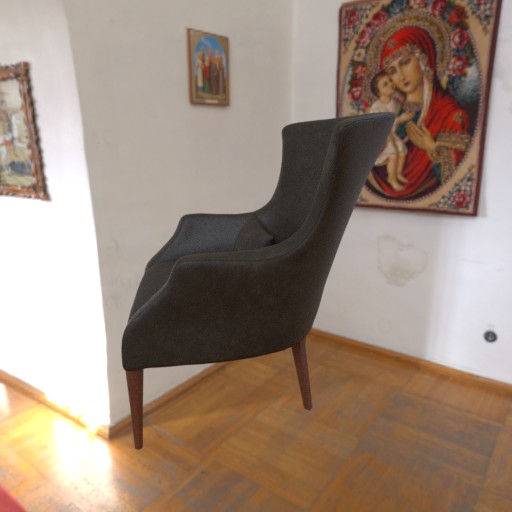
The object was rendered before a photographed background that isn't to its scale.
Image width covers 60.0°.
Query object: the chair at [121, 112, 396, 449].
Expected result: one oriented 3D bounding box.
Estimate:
[{"bbox_3d":[0.000,0.000,1.723,0.954,1.068,0.819,-2,16,-8],"label":"chair"}]
